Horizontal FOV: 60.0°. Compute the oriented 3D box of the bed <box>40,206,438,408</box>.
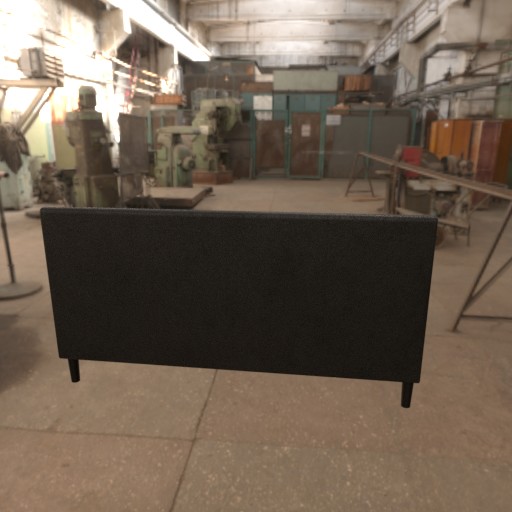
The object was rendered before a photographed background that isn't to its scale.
[{"bbox_3d":[0.000,0.000,3.366,2.018,1.046,2.152,2,16,7],"label":"bed"}]
